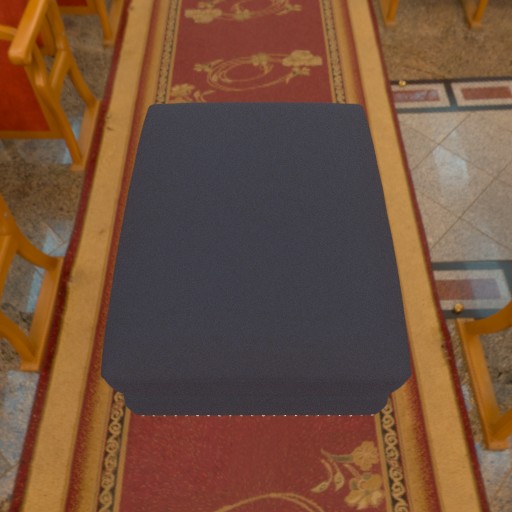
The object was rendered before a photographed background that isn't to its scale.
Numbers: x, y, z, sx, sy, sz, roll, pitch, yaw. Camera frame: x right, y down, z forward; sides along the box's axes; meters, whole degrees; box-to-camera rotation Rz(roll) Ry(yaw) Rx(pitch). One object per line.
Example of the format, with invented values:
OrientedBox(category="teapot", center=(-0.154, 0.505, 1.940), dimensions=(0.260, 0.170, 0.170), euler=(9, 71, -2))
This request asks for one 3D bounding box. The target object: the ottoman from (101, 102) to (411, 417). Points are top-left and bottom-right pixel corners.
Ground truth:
OrientedBox(category="ottoman", center=(0.000, 0.000, 1.134), dimensions=(0.584, 0.513, 0.741), euler=(0, 59, 0))
